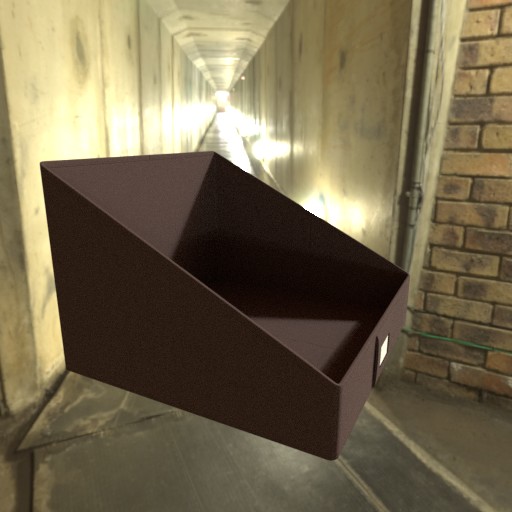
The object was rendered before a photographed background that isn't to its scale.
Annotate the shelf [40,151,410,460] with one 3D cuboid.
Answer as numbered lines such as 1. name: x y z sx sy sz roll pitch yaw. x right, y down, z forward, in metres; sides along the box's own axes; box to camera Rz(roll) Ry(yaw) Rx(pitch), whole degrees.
1. shelf: 0.000 0.000 0.484 0.292 0.210 0.292 8 17 27
